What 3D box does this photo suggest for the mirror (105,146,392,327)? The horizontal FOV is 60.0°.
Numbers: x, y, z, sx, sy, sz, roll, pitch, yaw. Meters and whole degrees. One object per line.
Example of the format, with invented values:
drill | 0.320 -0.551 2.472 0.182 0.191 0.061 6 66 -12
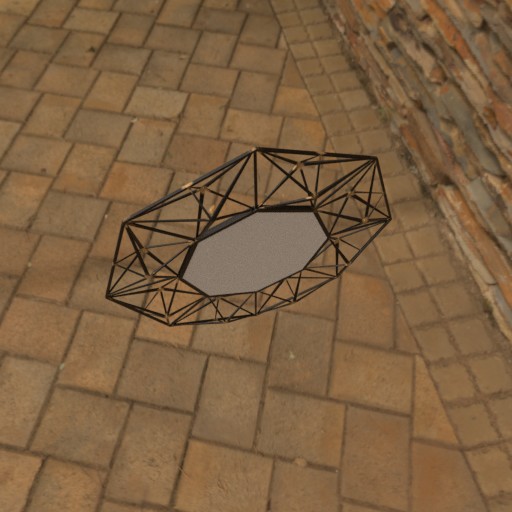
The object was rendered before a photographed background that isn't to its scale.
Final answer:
mirror | 0.000 0.000 1.050 0.710 0.710 0.094 -15 61 -9
